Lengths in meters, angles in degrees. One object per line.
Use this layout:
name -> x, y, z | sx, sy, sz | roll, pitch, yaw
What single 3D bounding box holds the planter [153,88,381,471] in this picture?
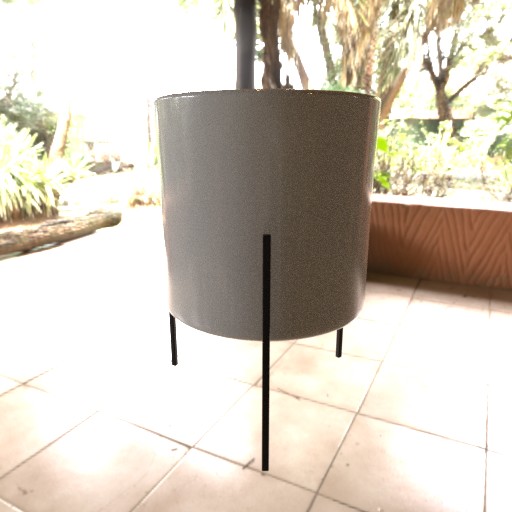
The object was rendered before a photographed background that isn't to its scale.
planter -> 0.000, 0.000, 0.723 | 0.361, 0.480, 0.360 | 7, 17, 25
